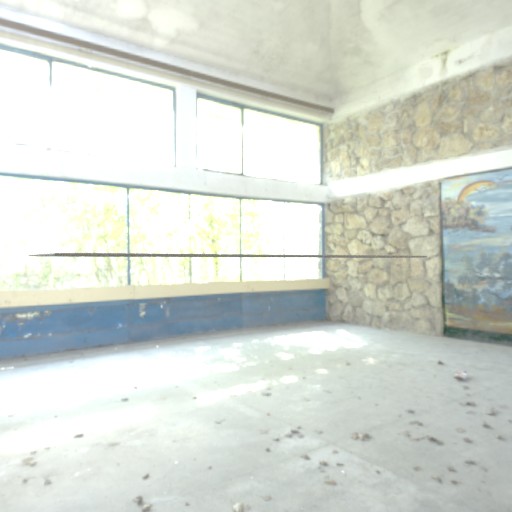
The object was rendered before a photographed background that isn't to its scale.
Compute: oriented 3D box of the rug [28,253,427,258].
[{"bbox_3d":[0.000,0.000,2.054,1.827,0.012,0.553,0,-1,-35],"label":"rug"}]
